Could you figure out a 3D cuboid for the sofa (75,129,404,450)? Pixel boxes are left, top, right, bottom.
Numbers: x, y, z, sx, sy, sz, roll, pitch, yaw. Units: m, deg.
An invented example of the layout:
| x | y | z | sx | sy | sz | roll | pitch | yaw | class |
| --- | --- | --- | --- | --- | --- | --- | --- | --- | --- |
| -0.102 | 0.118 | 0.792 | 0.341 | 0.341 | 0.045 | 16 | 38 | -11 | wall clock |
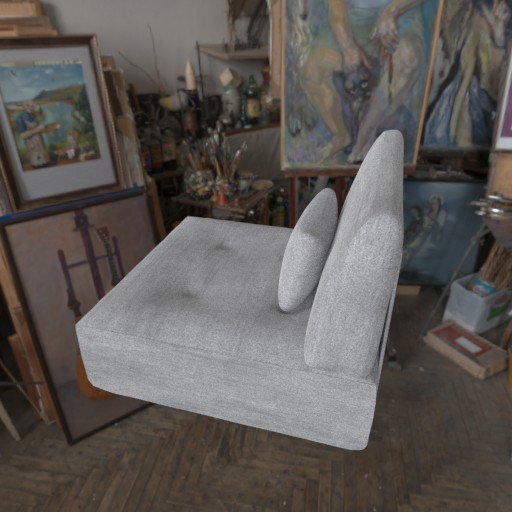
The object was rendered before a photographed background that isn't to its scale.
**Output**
| x | y | z | sx | sy | sz | roll | pitch | yaw | class |
| --- | --- | --- | --- | --- | --- | --- | --- | --- | --- |
| 0.000 | 0.000 | 1.701 | 1.000 | 0.820 | 0.930 | 8 | 30 | 14 | sofa |
